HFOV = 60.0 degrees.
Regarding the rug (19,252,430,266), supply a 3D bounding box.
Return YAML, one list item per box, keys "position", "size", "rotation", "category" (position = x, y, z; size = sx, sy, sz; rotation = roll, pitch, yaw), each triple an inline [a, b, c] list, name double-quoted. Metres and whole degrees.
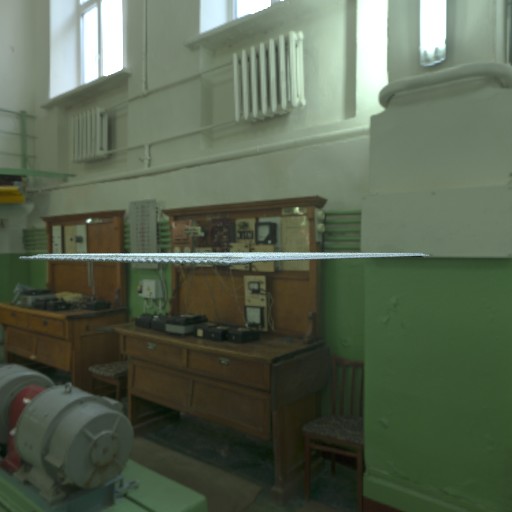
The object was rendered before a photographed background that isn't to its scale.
- position: [0.000, 0.000, 2.833]
  size: [1.494, 0.031, 2.307]
  rotation: [1, 1, 37]
  category: "rug"
